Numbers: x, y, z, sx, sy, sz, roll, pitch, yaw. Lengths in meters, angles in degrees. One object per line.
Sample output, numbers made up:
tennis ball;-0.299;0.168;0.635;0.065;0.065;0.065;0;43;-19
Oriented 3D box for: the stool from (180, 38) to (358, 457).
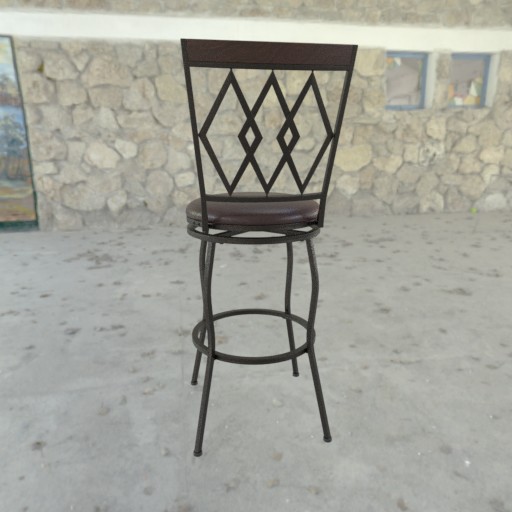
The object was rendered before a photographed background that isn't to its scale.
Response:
stool;0.000;0.000;1.374;0.432;1.134;0.521;-2;15;-9
